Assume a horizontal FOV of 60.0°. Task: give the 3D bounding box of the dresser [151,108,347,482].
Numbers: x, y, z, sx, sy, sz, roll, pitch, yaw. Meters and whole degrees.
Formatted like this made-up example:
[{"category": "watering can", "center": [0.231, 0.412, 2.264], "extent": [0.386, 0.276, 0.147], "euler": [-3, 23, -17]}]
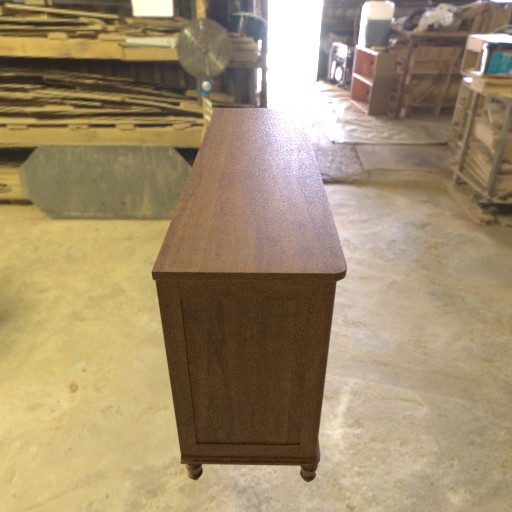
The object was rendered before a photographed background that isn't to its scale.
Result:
[{"category": "dresser", "center": [0.000, 0.000, 1.952], "extent": [0.468, 0.892, 1.583], "euler": [1, 32, 1]}]
